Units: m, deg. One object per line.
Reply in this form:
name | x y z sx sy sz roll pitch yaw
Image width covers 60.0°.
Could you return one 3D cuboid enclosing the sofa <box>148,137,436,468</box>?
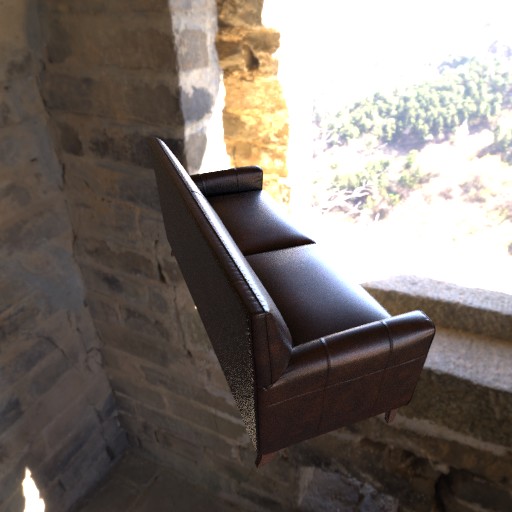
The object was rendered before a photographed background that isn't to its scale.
sofa | 0.000 0.000 2.450 0.786 0.871 1.995 -11 32 -17
